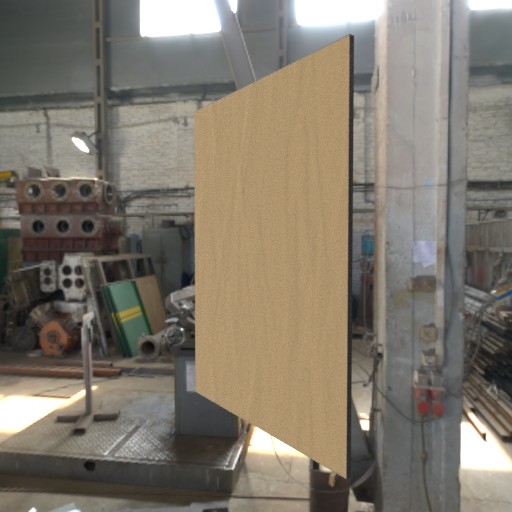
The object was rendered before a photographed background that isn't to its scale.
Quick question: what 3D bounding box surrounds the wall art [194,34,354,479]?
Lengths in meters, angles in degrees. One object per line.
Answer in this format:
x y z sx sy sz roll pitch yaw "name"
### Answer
0.000 0.000 1.443 0.016 1.116 0.810 -1 2 -36 "wall art"
